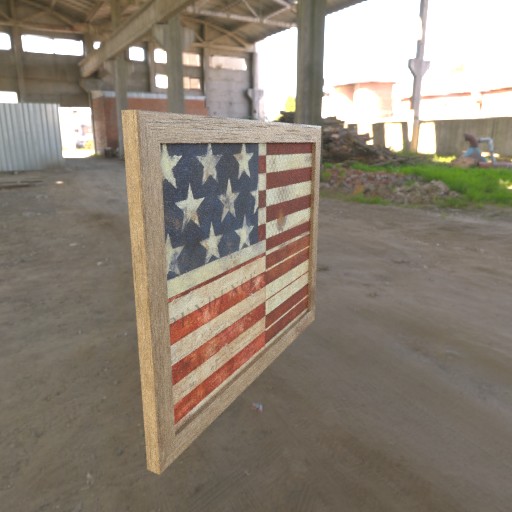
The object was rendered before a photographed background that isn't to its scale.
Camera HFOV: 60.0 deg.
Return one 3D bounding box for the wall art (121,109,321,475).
[{"bbox_3d":[0.000,0.000,0.916,0.026,0.535,0.690,7,16,26],"label":"wall art"}]
